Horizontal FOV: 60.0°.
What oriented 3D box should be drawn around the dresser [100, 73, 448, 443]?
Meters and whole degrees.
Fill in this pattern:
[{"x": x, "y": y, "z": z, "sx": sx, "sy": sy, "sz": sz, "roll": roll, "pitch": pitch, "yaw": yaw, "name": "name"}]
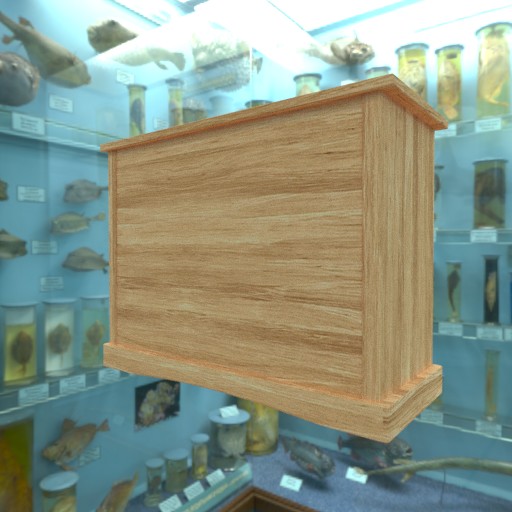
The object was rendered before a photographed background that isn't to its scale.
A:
[{"x": 0.000, "y": 0.000, "z": 1.337, "sx": 0.990, "sy": 0.740, "sz": 0.410, "roll": 1, "pitch": 1, "yaw": 37, "name": "dresser"}]
